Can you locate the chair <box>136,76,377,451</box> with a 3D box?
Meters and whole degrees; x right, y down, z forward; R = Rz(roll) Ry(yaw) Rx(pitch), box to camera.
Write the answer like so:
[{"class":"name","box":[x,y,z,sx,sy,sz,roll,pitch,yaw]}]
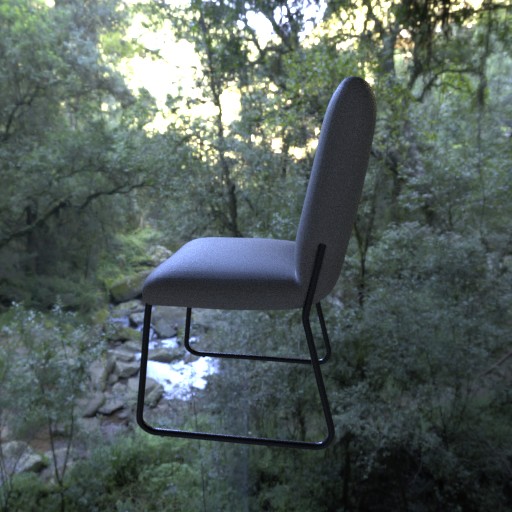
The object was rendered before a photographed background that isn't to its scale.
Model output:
[{"class":"chair","box":[0.000,0.000,1.198,0.560,0.864,0.448,2,16,8]}]
